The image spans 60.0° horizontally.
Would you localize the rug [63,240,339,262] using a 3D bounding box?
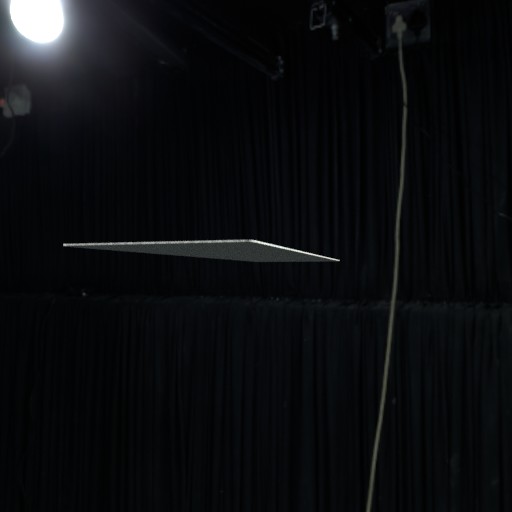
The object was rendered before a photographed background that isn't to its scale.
[{"bbox_3d":[0.000,0.000,2.487,0.676,0.008,2.277,-1,-2,17],"label":"rug"}]
